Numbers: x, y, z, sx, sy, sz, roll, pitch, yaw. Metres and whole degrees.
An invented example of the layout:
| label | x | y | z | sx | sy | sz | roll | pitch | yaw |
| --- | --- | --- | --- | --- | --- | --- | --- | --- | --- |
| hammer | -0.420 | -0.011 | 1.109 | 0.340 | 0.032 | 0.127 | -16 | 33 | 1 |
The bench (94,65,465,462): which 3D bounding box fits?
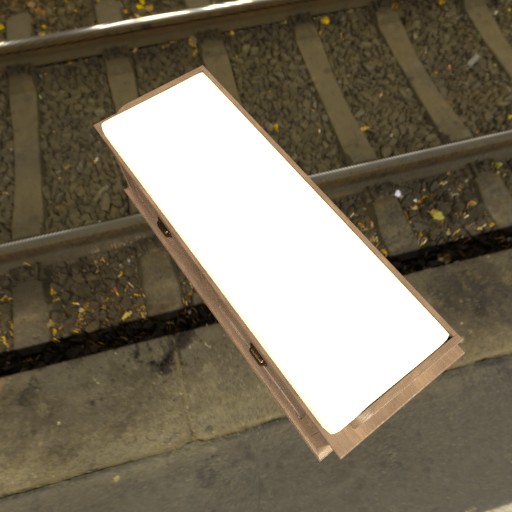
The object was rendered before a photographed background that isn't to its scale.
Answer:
| label | x | y | z | sx | sy | sz | roll | pitch | yaw |
| --- | --- | --- | --- | --- | --- | --- | --- | --- | --- |
| bench | 0.000 | 0.000 | 1.421 | 0.402 | 0.501 | 1.185 | -33 | 69 | -15 |
